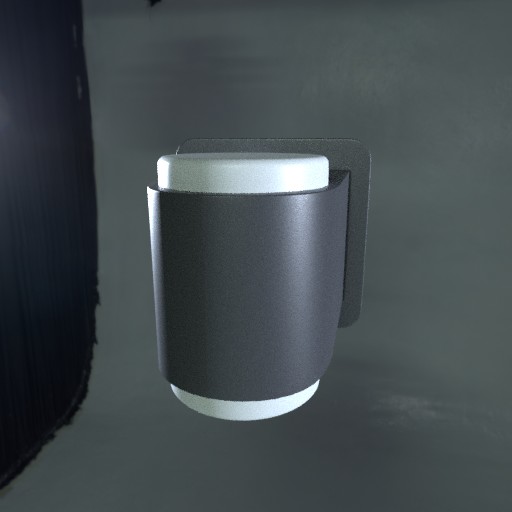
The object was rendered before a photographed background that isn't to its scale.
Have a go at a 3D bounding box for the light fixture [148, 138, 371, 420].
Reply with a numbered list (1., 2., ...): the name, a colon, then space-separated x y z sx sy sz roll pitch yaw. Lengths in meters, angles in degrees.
1. light fixture: 0.000 0.000 0.212 0.109 0.109 0.132 3 15 10
